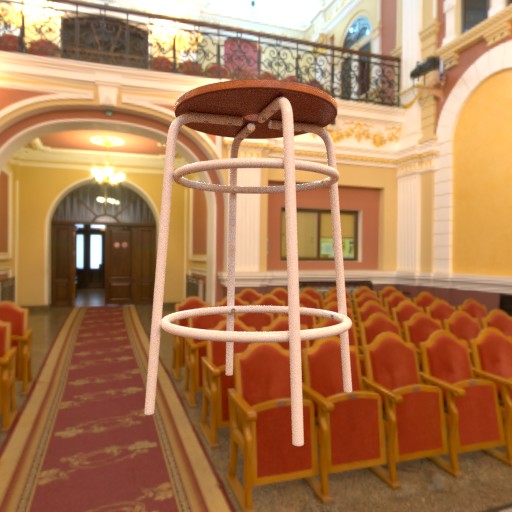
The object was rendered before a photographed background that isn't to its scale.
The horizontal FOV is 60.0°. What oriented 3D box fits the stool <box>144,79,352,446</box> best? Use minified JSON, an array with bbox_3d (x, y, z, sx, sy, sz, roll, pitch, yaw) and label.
[{"bbox_3d":[0.000,0.000,0.928,0.455,0.610,0.455,0,0,-18],"label":"stool"}]
